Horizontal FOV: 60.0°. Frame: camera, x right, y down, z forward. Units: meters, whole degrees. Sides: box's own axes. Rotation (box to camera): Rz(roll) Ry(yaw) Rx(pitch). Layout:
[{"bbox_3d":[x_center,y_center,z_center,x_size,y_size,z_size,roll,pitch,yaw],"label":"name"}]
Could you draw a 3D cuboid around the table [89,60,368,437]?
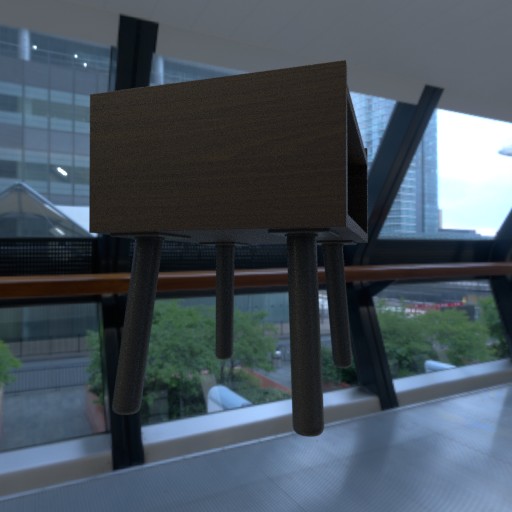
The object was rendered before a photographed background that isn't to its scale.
[{"bbox_3d":[0.000,0.000,0.806,0.370,0.470,0.450,0,-1,17],"label":"table"}]
